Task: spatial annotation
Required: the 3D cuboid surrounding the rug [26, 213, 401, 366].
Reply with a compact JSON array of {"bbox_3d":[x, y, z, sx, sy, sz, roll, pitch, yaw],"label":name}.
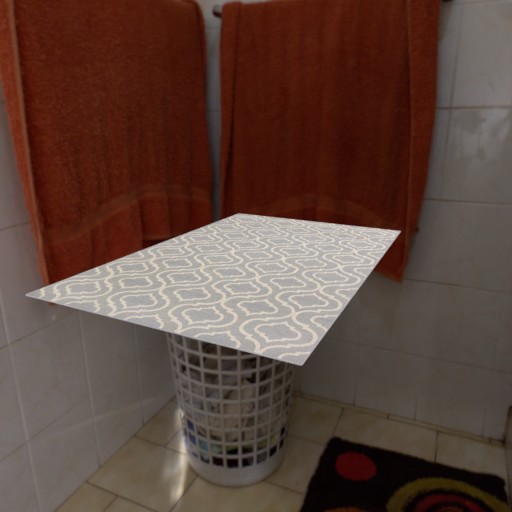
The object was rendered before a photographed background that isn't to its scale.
[{"bbox_3d":[0.000,0.000,2.230,1.141,0.015,1.749,8,19,25],"label":"rug"}]
